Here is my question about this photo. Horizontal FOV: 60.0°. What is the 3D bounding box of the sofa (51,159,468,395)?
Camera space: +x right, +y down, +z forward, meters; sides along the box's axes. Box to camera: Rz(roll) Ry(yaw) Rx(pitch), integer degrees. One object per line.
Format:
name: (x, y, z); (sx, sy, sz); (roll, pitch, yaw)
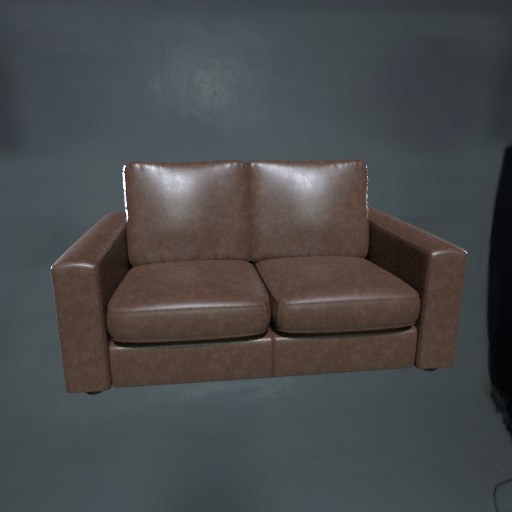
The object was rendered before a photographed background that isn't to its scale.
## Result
sofa: (0.000, 0.000, 2.156); (1.616, 0.873, 1.016); (-2, 16, -7)
